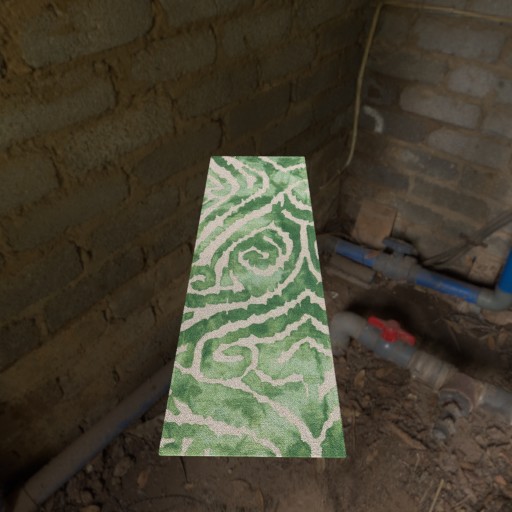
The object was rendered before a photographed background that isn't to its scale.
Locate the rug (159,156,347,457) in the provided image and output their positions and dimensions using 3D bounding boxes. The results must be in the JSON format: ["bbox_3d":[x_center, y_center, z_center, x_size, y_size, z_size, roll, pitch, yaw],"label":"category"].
[{"bbox_3d":[0.000,0.000,2.704,0.761,0.006,2.438,0,42,1],"label":"rug"}]
